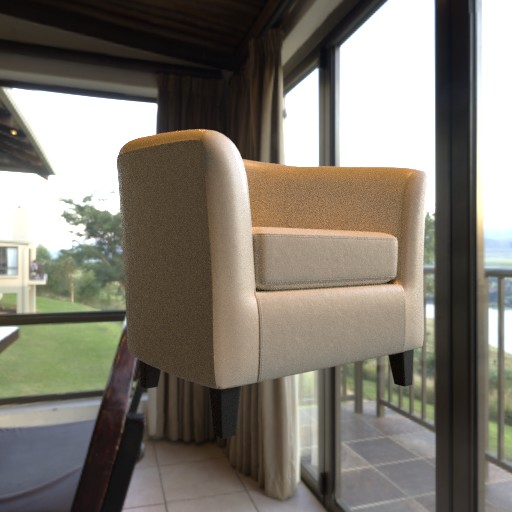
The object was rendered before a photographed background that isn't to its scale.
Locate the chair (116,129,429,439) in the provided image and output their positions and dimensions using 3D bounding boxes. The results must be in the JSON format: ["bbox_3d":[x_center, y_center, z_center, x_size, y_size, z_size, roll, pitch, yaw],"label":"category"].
[{"bbox_3d":[0.000,0.000,1.377,0.792,0.756,0.727,0,0,-36],"label":"chair"}]
